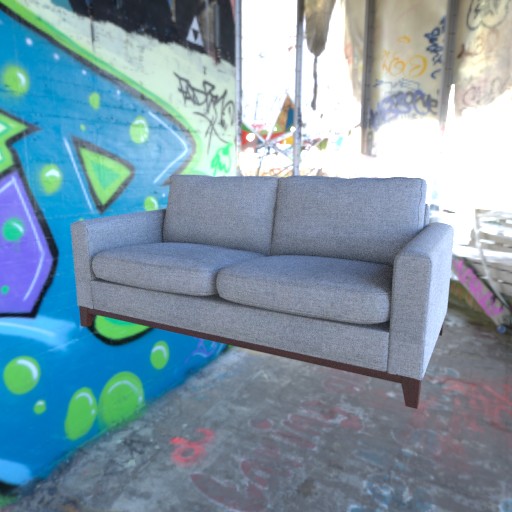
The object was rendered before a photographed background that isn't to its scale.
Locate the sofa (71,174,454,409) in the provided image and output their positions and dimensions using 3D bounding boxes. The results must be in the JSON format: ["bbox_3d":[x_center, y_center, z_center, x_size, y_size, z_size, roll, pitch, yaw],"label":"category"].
[{"bbox_3d":[0.000,0.000,2.509,1.978,0.892,0.969,6,14,28],"label":"sofa"}]
